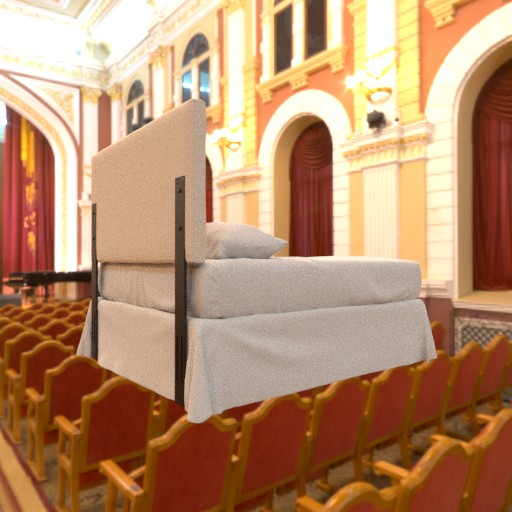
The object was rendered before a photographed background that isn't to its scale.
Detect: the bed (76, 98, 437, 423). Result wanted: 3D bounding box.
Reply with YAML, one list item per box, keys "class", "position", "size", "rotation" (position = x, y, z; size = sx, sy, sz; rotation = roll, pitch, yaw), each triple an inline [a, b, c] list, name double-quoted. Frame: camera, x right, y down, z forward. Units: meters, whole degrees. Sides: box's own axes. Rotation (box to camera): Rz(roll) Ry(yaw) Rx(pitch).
- class: "bed"
  position: [0.000, 0.000, 3.472]
  size: [2.222, 1.577, 1.936]
  rotation: [0, -1, -38]
